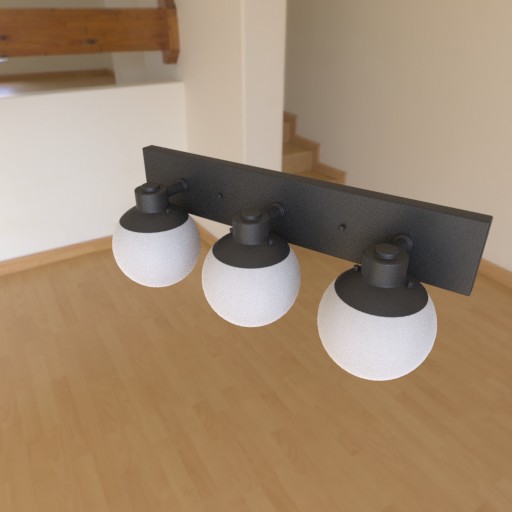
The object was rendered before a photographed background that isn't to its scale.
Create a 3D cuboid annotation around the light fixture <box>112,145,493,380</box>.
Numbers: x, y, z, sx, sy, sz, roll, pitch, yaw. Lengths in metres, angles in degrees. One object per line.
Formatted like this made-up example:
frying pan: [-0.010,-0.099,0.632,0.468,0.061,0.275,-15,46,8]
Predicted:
light fixture: [0.000,0.000,0.831,0.721,0.263,0.218,18,34,29]
